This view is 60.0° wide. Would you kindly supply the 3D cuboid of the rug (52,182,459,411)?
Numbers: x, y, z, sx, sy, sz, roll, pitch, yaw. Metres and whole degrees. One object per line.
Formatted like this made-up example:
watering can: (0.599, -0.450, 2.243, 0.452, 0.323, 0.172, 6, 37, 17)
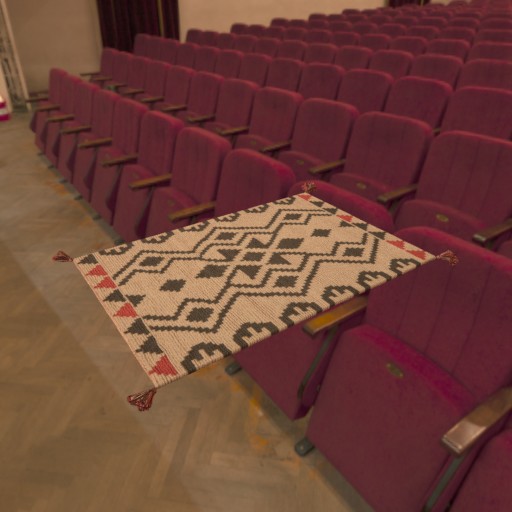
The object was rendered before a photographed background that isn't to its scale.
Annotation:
rug: (0.000, 0.000, 2.661, 2.069, 0.067, 1.444, -19, 36, -29)
